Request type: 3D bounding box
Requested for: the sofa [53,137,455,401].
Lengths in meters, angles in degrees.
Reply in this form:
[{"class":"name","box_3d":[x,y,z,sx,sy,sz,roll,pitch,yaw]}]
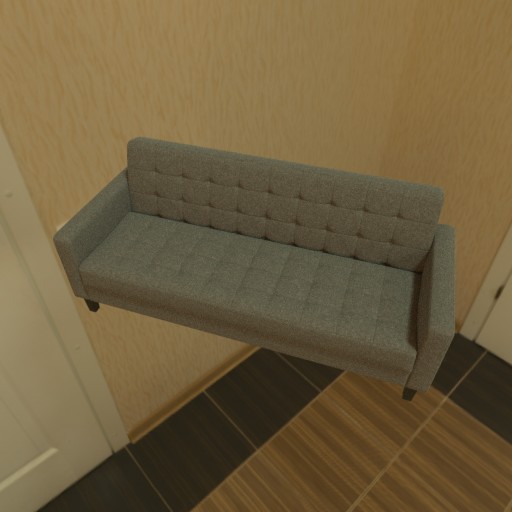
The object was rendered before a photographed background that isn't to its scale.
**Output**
[{"class":"sofa","box_3d":[0.000,0.000,2.479,2.040,0.850,0.810,13,43,14]}]
